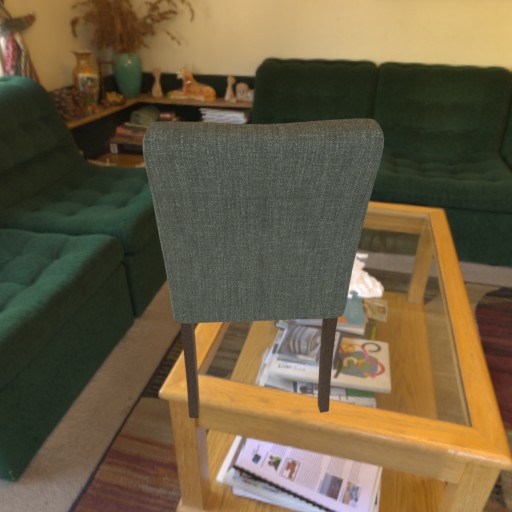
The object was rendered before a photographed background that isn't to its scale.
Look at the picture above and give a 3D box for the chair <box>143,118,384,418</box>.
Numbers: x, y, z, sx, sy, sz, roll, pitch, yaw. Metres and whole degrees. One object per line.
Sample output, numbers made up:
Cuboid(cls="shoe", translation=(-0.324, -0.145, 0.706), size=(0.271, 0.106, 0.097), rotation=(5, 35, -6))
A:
Cuboid(cls="chair", translation=(0.000, 0.000, 1.269), size=(0.487, 0.884, 0.629), rotation=(-2, 30, -3))
